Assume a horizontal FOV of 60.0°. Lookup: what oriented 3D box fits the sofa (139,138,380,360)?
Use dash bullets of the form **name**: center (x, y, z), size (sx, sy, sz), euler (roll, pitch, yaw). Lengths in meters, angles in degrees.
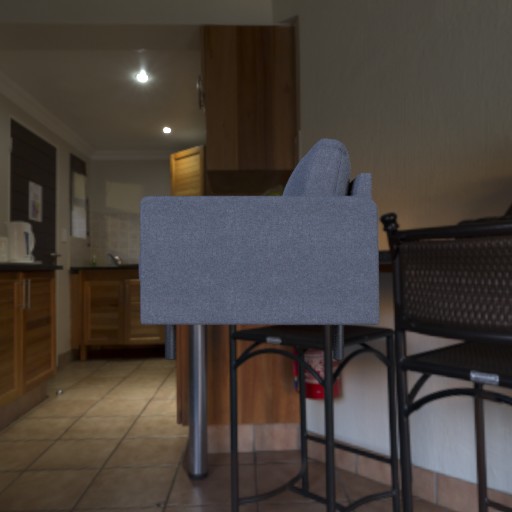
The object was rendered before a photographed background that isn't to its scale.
- **sofa**: center (0.000, 0.000, 2.591), size (0.880, 0.880, 2.100), euler (0, -1, 0)
